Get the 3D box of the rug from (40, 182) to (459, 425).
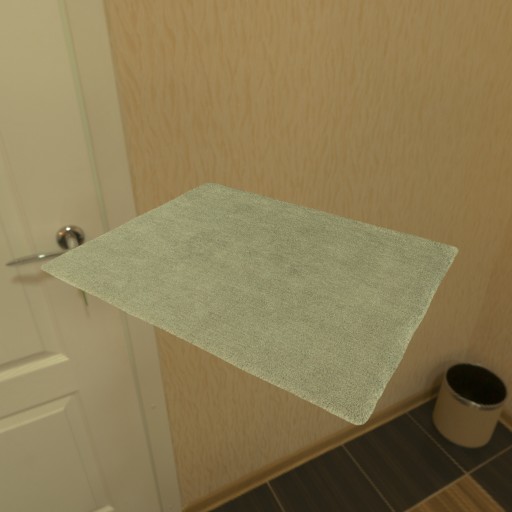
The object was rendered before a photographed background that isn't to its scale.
[{"bbox_3d":[0.000,0.000,3.892,2.933,0.027,2.332,19,36,28],"label":"rug"}]
